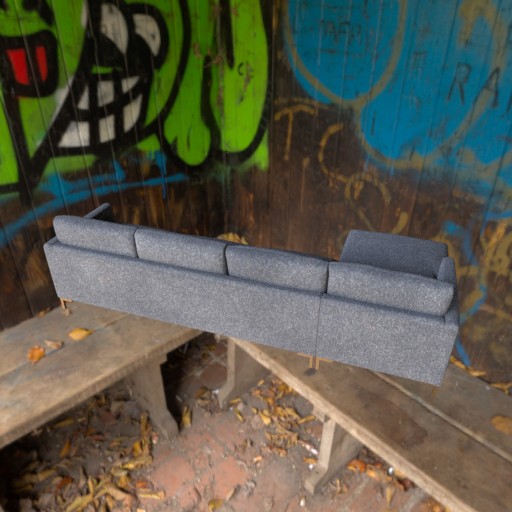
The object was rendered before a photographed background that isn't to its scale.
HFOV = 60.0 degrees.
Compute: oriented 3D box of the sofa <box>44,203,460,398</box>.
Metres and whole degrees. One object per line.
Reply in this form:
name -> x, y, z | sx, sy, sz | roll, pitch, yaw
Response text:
sofa -> 0.000, 0.000, 3.520 | 2.932, 0.810, 1.350 | 10, 33, 16
